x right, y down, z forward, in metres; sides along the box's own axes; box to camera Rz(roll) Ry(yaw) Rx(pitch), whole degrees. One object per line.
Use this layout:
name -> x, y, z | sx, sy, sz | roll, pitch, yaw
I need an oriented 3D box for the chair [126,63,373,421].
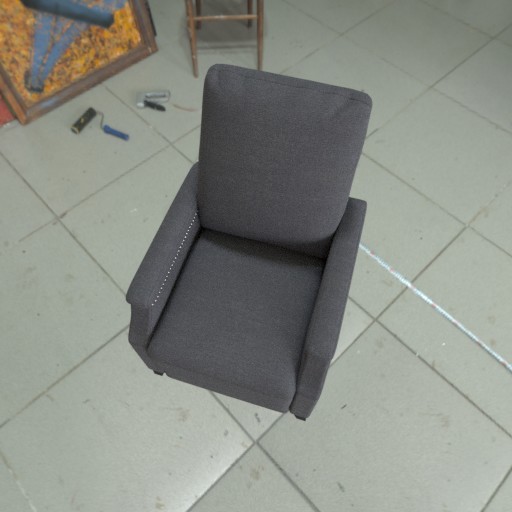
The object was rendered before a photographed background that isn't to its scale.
chair -> 0.000, 0.000, 1.660 | 0.710, 1.049, 0.922 | 15, 61, 8
